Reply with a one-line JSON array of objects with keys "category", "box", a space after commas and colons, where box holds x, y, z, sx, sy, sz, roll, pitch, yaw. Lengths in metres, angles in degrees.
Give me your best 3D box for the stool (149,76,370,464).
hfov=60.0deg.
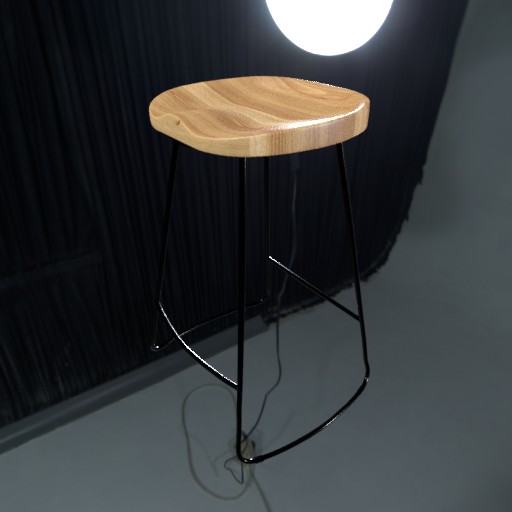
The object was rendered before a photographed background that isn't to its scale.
[{"category": "stool", "box": [0.000, 0.000, 0.971, 0.401, 0.679, 0.480, -21, 37, -31]}]
